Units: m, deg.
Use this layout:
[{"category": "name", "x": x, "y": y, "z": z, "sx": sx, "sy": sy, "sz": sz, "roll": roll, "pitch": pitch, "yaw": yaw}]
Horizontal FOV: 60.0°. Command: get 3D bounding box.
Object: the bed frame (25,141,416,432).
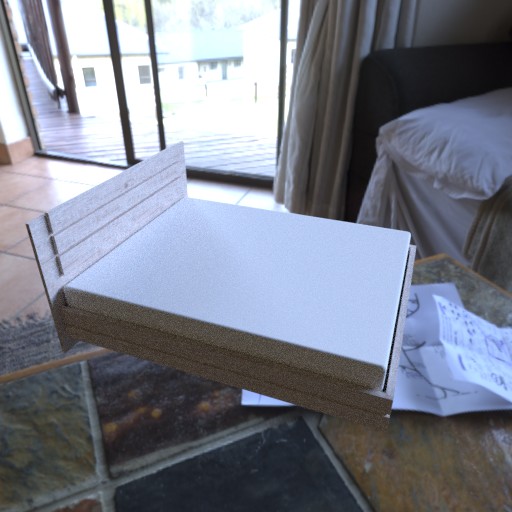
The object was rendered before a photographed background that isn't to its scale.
[{"category": "bed frame", "x": 0.000, "y": 0.000, "z": 3.087, "sx": 2.080, "sy": 0.970, "sz": 1.750, "roll": 11, "pitch": 32, "yaw": 18}]
